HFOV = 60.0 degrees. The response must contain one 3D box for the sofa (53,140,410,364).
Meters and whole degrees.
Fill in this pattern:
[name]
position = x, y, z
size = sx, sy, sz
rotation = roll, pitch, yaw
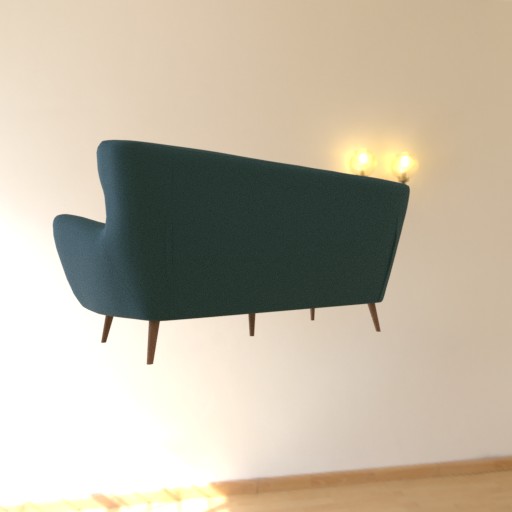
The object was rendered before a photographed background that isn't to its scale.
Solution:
[sofa]
position = 0.000, 0.000, 2.426
size = 1.930, 0.890, 0.889
rotation = 0, -1, -35
